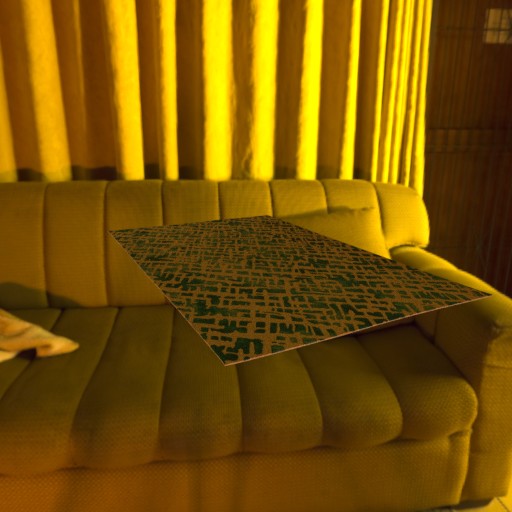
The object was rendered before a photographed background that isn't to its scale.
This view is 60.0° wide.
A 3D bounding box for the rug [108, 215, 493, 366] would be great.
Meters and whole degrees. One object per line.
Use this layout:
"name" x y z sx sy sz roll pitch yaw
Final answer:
"rug" 0.000 0.000 3.001 1.520 0.011 2.447 -8 18 -26
